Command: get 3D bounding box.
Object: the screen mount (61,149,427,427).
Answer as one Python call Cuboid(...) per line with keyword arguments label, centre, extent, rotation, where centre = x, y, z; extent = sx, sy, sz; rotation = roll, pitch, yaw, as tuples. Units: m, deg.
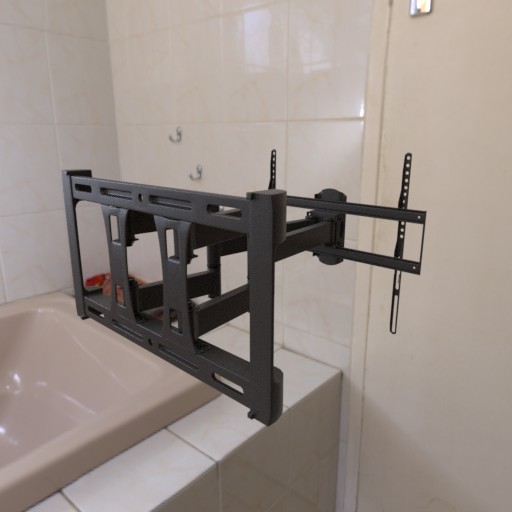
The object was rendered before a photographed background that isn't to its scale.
Cuboid(label="screen mount", centre=(0.000, 0.000, 0.943), extent=(0.571, 0.424, 0.556), rotation=(14, 20, 42))
